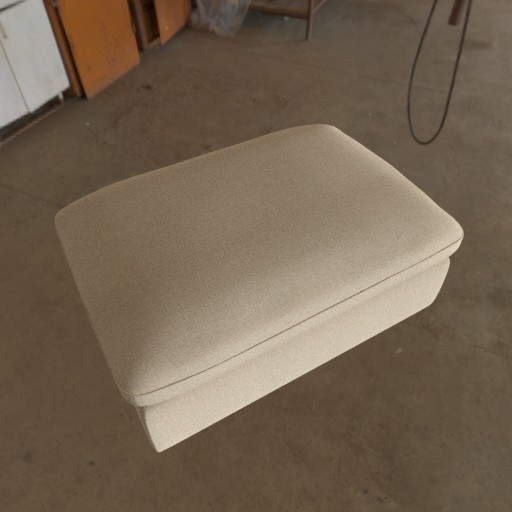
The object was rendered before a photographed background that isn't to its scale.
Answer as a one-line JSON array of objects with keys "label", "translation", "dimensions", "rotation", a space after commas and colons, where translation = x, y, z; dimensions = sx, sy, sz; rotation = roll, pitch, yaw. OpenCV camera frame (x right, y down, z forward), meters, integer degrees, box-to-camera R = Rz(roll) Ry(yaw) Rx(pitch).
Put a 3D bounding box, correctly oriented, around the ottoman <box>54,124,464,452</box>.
[{"label": "ottoman", "translation": [0.000, 0.000, 1.334], "dimensions": [0.984, 0.453, 0.686], "rotation": [-23, 51, -20]}]
